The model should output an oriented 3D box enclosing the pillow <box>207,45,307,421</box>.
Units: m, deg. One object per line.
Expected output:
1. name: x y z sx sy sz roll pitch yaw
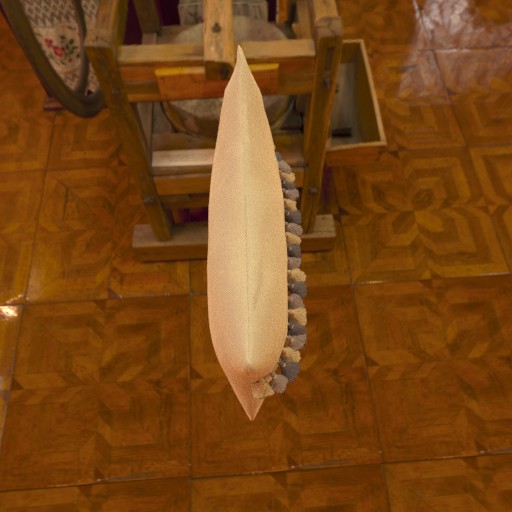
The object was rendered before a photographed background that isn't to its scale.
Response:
1. pillow: 0.000 0.000 0.759 0.165 0.481 0.489 -2 65 -1
